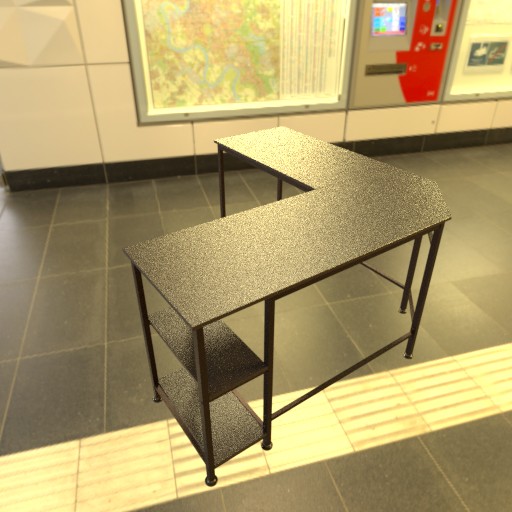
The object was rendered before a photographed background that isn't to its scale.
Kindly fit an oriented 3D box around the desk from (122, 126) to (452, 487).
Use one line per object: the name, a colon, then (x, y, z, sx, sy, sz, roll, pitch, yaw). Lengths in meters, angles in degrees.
desk: (0.000, 0.000, 2.168, 1.379, 0.739, 1.379, -20, 37, -29)
